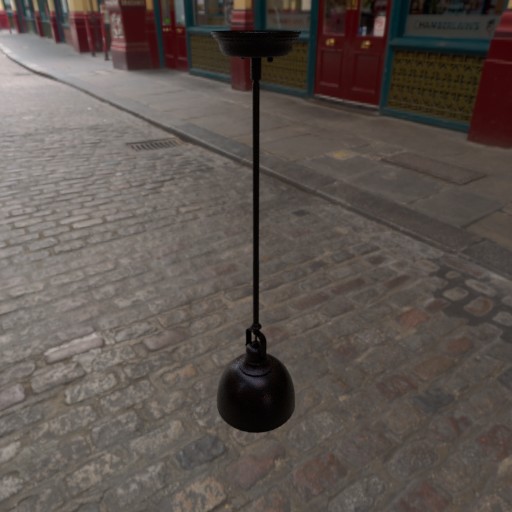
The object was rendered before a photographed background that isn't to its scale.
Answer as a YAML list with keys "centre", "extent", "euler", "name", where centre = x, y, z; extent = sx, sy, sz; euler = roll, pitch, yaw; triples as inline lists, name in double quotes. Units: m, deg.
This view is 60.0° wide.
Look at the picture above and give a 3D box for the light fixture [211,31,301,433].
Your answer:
- centre: [0.000, 0.000, 0.849]
  extent: [0.182, 0.768, 0.182]
  euler: [-19, 33, -31]
  name: "light fixture"
